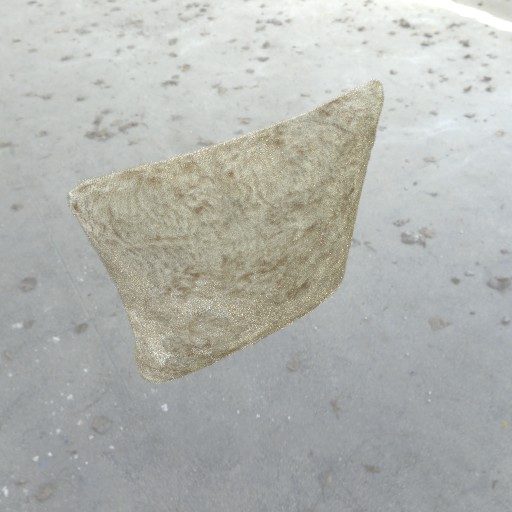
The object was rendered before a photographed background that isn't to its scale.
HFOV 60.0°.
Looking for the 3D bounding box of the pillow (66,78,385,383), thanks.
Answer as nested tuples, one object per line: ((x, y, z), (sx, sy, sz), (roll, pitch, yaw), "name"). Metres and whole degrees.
((0.000, 0.000, 0.815), (0.538, 0.525, 0.216), (-25, 52, -21), "pillow")
